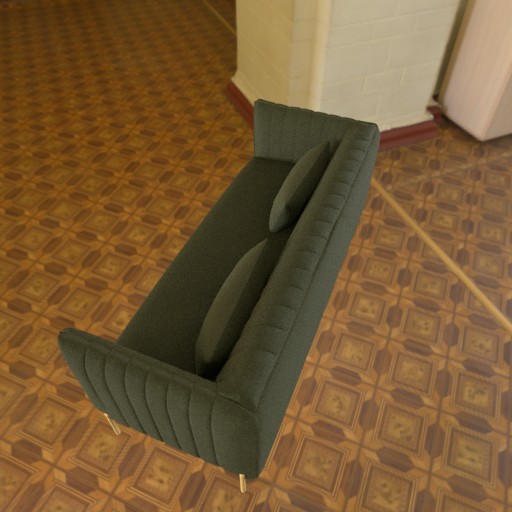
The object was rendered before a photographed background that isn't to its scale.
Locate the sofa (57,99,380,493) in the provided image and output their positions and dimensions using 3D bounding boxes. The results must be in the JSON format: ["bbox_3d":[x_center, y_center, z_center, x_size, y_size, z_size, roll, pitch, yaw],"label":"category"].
[{"bbox_3d":[0.000,0.000,2.513,0.896,0.793,2.137,17,49,15],"label":"sofa"}]
